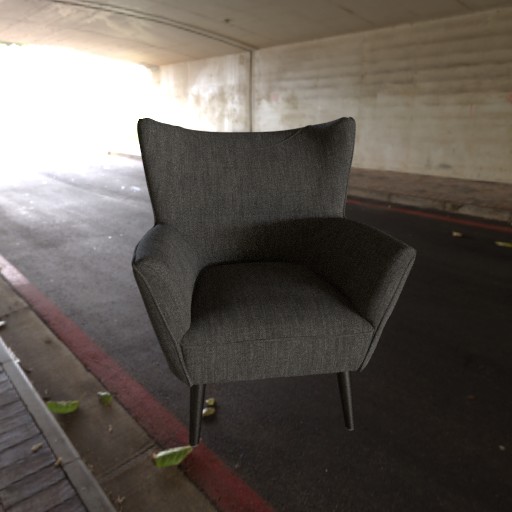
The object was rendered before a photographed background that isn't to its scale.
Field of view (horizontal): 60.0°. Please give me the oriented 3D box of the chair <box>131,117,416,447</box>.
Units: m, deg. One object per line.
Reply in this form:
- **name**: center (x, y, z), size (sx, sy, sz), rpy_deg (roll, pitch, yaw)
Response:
- **chair**: center (0.000, 0.000, 1.563), size (0.781, 0.933, 0.888), rpy_deg (-3, 18, -8)
